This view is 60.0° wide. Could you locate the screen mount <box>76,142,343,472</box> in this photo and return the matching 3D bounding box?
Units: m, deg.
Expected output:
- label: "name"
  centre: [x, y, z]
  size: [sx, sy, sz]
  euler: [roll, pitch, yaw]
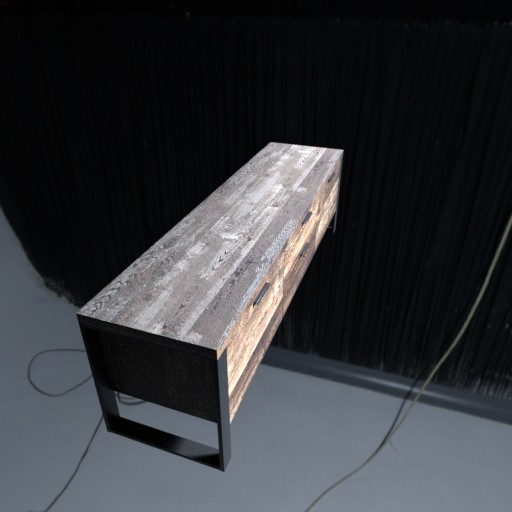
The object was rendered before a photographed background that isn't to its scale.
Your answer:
- label: "screen mount"
  centre: [0.000, 0.000, 1.771]
  size: [0.395, 0.450, 1.524]
  euler: [11, 33, 17]
